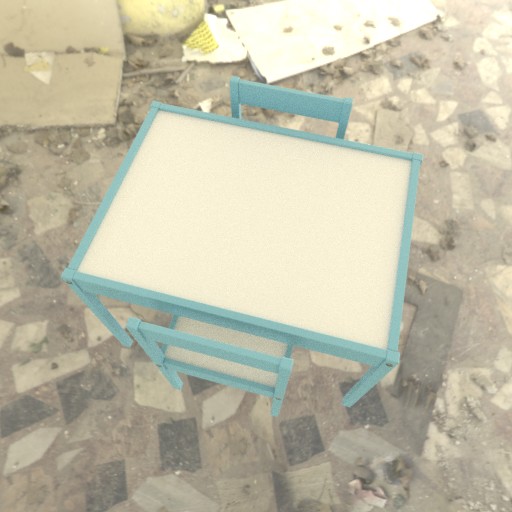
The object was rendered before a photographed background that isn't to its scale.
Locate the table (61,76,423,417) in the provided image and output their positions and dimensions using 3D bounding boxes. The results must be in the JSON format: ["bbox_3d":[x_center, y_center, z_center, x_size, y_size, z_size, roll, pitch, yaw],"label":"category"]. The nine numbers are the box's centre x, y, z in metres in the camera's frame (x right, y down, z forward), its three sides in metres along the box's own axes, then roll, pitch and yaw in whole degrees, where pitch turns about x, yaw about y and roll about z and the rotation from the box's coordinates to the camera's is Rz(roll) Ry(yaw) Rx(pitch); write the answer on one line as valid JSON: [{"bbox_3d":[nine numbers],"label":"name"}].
[{"bbox_3d":[0.000,0.000,1.089,0.639,0.503,0.633,13,63,7],"label":"table"}]
